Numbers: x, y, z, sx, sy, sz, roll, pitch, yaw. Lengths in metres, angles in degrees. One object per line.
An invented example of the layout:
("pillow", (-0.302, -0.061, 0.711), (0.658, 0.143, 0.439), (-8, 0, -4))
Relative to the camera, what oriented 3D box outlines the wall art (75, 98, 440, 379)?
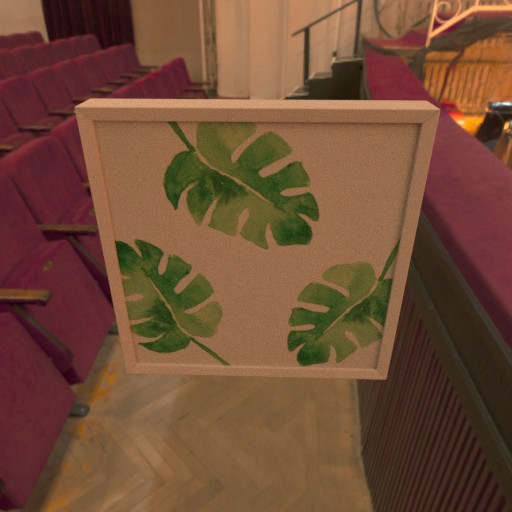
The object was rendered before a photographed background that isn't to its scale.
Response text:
("wall art", (0.000, 0.000, 0.461), (0.305, 0.305, 0.038), (1, 30, 2))
